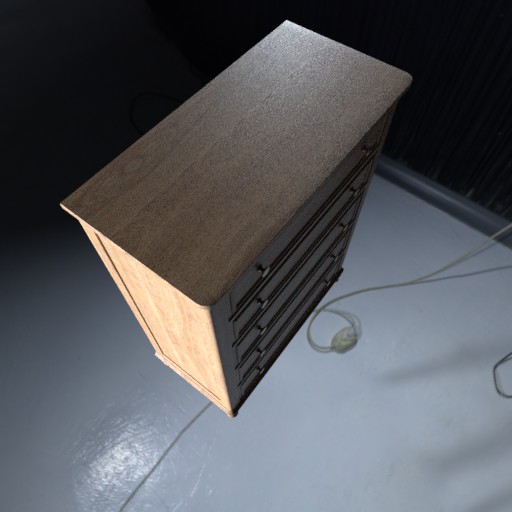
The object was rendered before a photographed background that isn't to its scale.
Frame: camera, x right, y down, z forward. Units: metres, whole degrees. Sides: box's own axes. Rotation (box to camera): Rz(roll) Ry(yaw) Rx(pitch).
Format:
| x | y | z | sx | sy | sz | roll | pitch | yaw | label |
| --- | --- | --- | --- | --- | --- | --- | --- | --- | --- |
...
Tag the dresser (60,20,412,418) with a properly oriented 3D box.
| x | y | z | sx | sy | sz | roll | pitch | yaw | label |
| --- | --- | --- | --- | --- | --- | --- | --- | --- | --- |
| 0.000 | 0.000 | 1.787 | 0.484 | 1.318 | 0.973 | 33 | 65 | 18 | dresser |
